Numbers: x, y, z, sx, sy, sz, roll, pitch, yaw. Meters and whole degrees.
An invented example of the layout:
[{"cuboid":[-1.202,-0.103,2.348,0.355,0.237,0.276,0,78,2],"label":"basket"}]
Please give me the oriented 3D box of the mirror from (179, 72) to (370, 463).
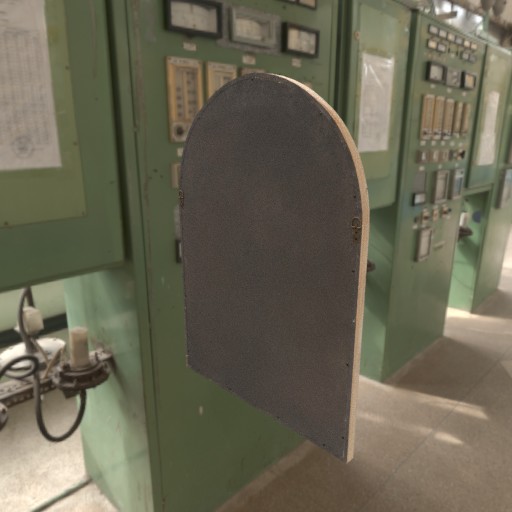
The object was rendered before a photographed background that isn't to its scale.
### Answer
[{"cuboid":[0.000,0.000,1.199,0.032,0.920,0.660,-15,21,-43],"label":"mirror"}]
